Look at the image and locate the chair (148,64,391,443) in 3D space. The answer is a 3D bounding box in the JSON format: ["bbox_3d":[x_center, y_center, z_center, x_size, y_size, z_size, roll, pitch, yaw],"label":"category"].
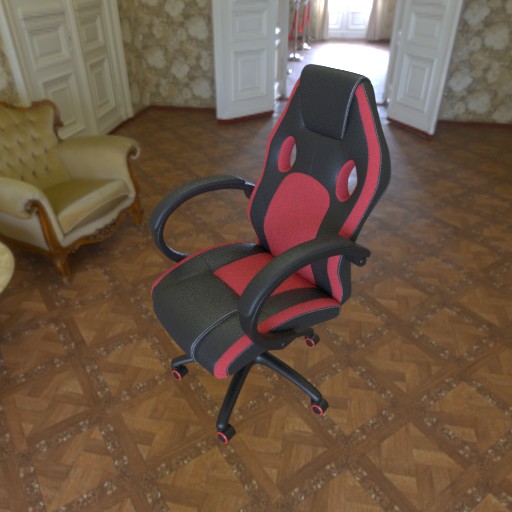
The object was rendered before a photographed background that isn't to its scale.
[{"bbox_3d":[0.000,0.000,1.580,0.724,1.187,0.673,-21,38,-29],"label":"chair"}]
